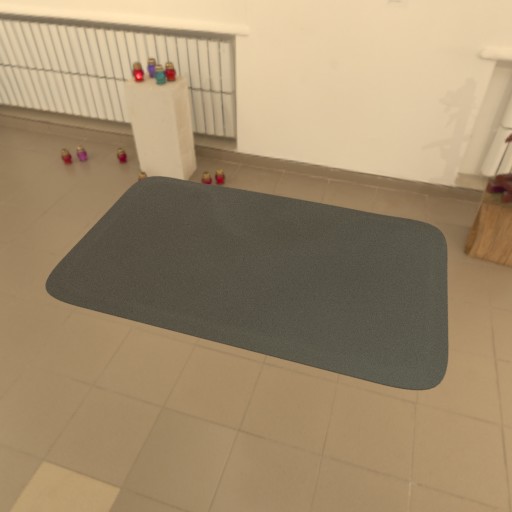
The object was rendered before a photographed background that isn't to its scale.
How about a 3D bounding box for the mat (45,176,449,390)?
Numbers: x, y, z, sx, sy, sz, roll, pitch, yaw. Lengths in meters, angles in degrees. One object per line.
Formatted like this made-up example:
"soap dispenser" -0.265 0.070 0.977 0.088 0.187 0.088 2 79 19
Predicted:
"mat" 0.000 0.000 1.845 1.524 0.013 0.918 12 43 13
